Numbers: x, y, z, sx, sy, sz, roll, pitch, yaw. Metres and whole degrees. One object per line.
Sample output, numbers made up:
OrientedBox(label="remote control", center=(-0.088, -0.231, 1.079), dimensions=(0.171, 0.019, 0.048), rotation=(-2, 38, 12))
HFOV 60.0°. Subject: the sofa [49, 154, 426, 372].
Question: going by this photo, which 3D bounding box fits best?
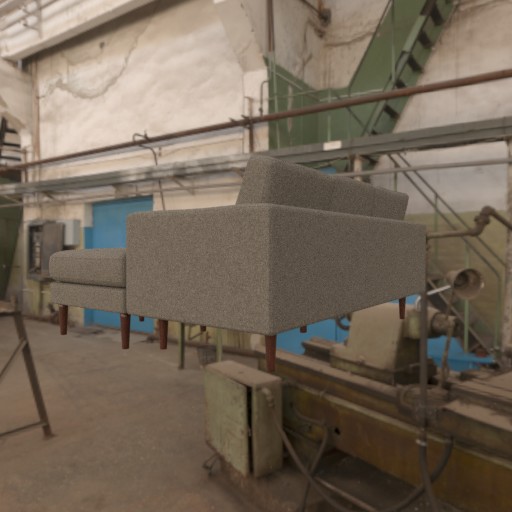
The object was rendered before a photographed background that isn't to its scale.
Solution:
OrientedBox(label="sofa", center=(0.000, 0.000, 3.015), dimensions=(1.667, 0.957, 2.055), rotation=(1, 2, 37))
